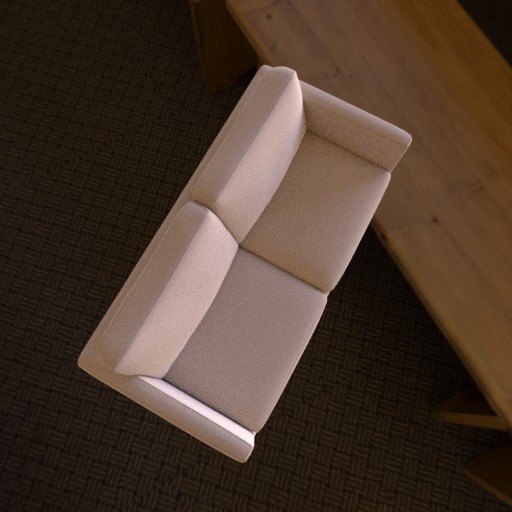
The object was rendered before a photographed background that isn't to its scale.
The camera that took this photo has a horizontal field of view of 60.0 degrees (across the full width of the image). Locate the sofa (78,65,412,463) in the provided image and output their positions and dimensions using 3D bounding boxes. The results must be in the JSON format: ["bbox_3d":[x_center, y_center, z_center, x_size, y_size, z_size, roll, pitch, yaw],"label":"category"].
[{"bbox_3d":[0.000,0.000,2.274,0.873,0.888,1.722,28,78,6],"label":"sofa"}]
